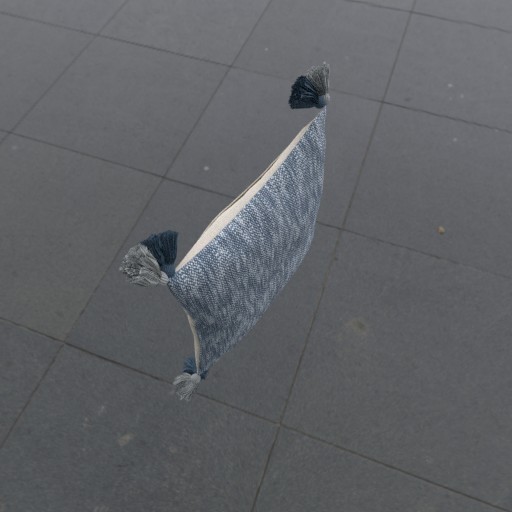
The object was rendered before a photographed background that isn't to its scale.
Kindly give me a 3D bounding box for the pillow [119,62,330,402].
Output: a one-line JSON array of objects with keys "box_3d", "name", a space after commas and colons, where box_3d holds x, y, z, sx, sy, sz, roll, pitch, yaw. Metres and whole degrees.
[{"box_3d": [0.000, 0.000, 0.965, 0.138, 0.634, 0.614, 31, 64, 17], "name": "pillow"}]
